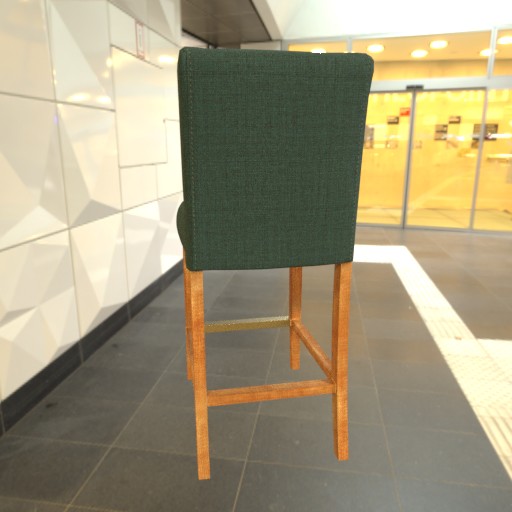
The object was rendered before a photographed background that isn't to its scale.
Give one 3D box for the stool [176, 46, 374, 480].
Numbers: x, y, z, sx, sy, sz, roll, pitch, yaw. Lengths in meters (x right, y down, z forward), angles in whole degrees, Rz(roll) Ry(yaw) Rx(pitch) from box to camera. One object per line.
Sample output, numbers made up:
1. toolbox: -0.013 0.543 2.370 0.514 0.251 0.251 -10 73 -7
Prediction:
1. stool: 0.000 0.000 1.318 0.454 1.039 0.567 -3 14 -10
